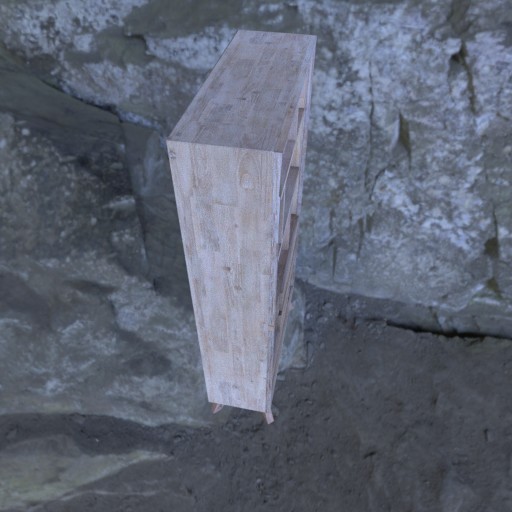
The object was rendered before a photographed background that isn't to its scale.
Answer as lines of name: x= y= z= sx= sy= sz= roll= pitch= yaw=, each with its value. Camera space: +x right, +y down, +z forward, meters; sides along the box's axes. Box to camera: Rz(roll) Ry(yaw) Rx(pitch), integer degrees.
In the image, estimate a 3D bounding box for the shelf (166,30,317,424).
shelf: x=0.000 y=0.000 z=1.808 sx=0.308 sy=1.471 sz=0.748 roll=8 pitch=46 yaw=8
